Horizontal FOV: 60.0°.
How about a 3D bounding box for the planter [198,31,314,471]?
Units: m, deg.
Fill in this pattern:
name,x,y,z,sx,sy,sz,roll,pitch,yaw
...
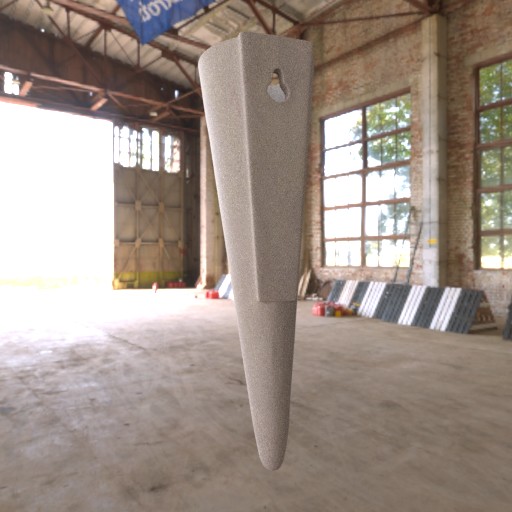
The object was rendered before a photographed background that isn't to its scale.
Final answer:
name,x,y,z,sx,sy,sz,roll,pitch,yaw
planter,0.000,0.000,0.301,0.078,0.259,0.087,0,0,-18
